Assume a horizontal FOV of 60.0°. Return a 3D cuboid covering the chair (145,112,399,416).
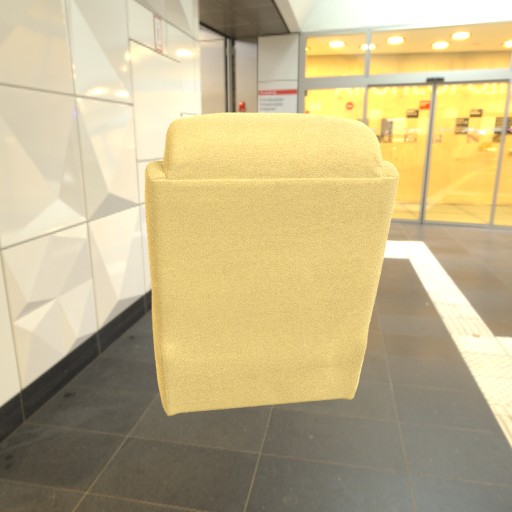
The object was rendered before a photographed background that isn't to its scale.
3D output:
[{"bbox_3d":[0.000,0.000,1.715,0.798,1.013,1.043,-2,15,-8],"label":"chair"}]
